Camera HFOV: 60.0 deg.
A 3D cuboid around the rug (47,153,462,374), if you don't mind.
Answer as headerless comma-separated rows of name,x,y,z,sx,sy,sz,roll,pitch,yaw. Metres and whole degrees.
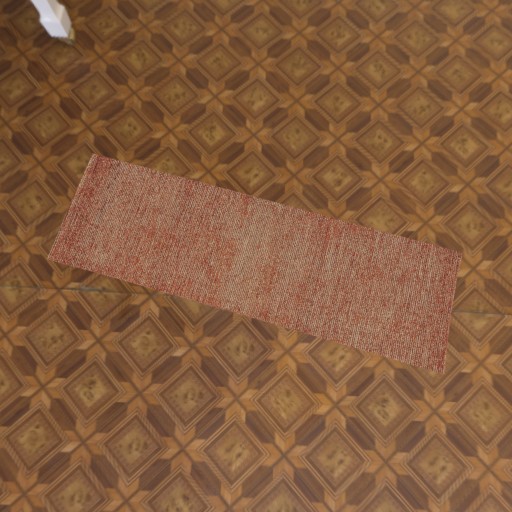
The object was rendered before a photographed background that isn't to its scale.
rug,0.000,0.000,2.602,2.353,0.013,0.718,16,75,4
